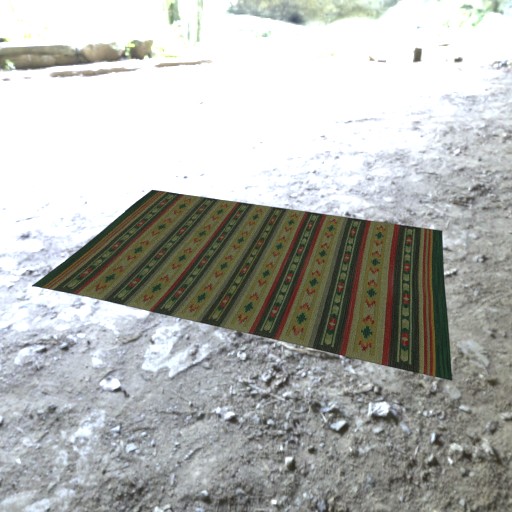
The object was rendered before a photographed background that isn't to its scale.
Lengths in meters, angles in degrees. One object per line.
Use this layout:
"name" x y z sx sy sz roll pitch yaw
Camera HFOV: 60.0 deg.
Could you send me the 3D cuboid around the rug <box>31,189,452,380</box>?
"rug" 0.000 0.000 3.030 2.447 0.011 1.520 10 34 15
